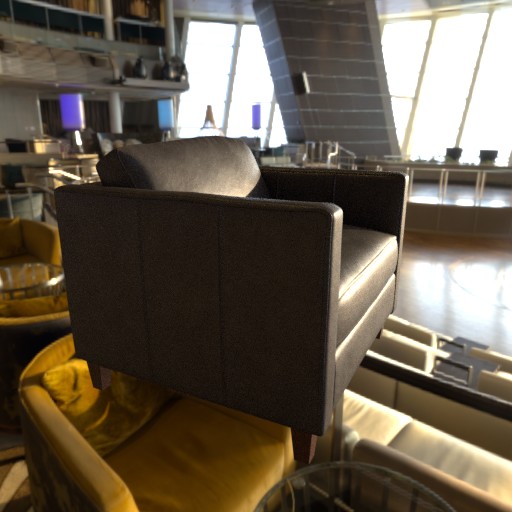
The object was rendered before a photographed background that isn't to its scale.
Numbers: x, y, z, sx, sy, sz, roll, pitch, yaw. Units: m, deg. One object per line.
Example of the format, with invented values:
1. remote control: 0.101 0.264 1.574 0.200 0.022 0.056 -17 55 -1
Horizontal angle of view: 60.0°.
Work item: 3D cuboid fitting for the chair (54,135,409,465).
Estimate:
1. chair: 0.000 0.000 1.554 0.862 0.811 0.939 8 18 27
